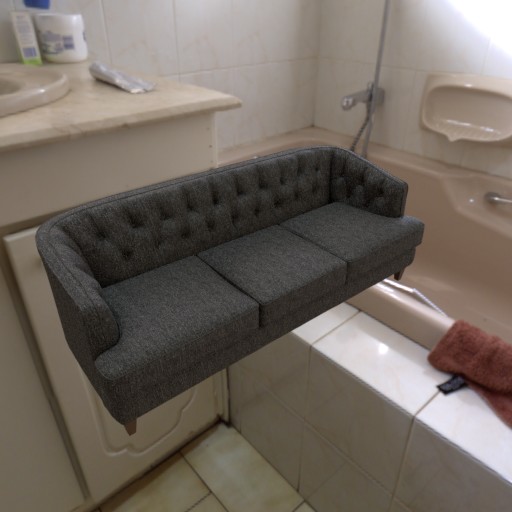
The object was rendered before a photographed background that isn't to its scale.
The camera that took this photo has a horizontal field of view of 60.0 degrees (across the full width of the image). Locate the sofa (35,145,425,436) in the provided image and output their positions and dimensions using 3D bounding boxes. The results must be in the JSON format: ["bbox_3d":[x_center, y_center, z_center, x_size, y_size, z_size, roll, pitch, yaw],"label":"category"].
[{"bbox_3d":[0.000,0.000,2.714,2.278,0.855,0.941,-22,37,-33],"label":"sofa"}]
